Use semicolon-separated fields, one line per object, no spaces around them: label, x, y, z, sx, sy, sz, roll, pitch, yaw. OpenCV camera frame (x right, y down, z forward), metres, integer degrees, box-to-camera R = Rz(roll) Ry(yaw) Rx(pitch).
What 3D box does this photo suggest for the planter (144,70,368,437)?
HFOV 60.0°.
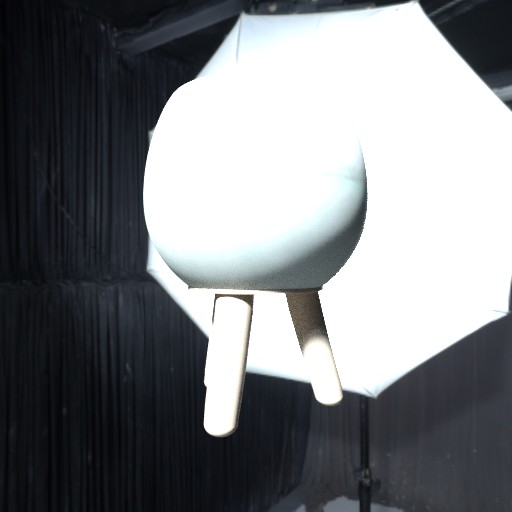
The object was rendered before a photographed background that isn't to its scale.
planter;0.000;0.000;0.328;0.161;0.224;0.161;0;0;0
